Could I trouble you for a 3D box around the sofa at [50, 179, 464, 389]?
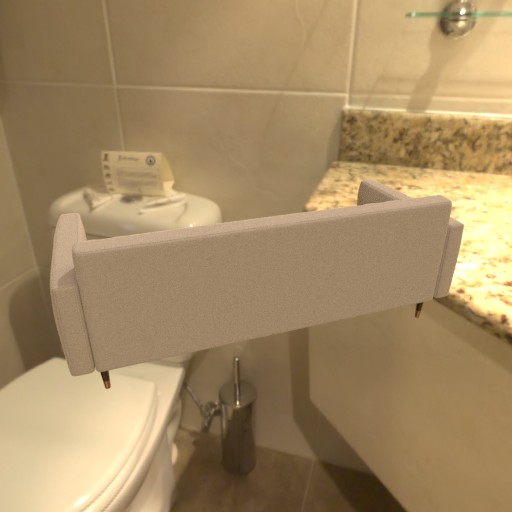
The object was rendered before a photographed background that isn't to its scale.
[{"bbox_3d":[0.000,0.000,2.745,2.291,0.821,0.990,-9,28,-17],"label":"sofa"}]
